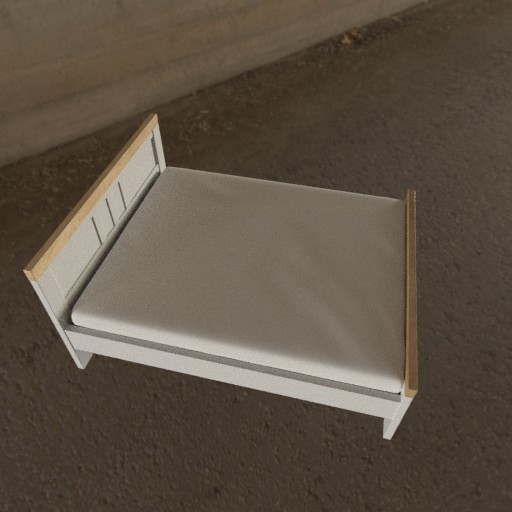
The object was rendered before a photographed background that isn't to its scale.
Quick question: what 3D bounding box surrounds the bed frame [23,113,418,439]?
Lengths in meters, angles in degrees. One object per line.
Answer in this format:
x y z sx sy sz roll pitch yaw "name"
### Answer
0.000 0.000 3.016 2.050 0.980 1.670 10 47 9 "bed frame"
